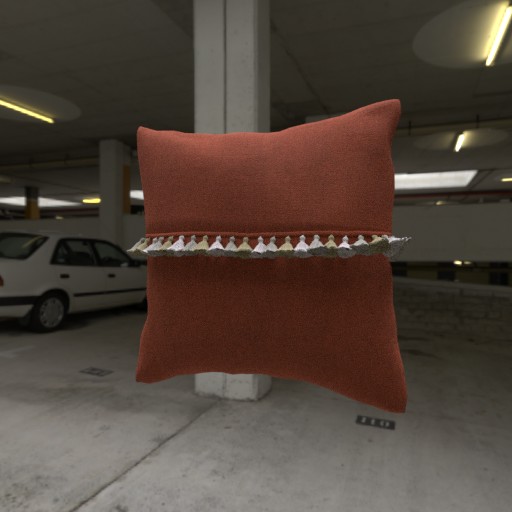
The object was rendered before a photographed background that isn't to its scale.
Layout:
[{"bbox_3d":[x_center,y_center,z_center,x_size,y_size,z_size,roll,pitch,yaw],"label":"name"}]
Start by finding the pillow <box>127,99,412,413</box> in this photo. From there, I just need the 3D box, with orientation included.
[{"bbox_3d":[0.000,0.000,0.738,0.490,0.482,0.165,0,0,19],"label":"pillow"}]
